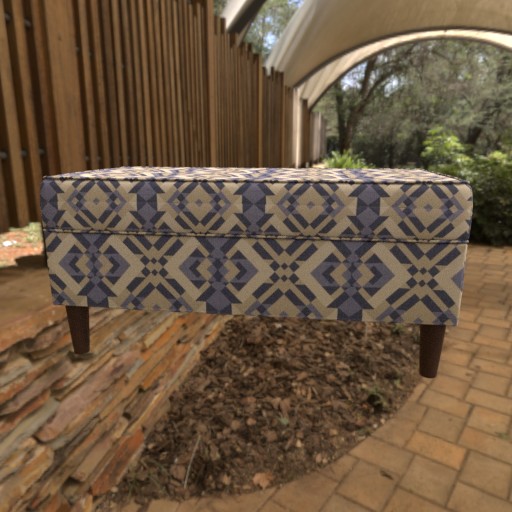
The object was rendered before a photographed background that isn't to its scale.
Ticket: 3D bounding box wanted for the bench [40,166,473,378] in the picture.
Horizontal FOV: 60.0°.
[{"bbox_3d":[0.000,0.000,1.278,1.016,0.477,0.492,2,14,8],"label":"bench"}]
